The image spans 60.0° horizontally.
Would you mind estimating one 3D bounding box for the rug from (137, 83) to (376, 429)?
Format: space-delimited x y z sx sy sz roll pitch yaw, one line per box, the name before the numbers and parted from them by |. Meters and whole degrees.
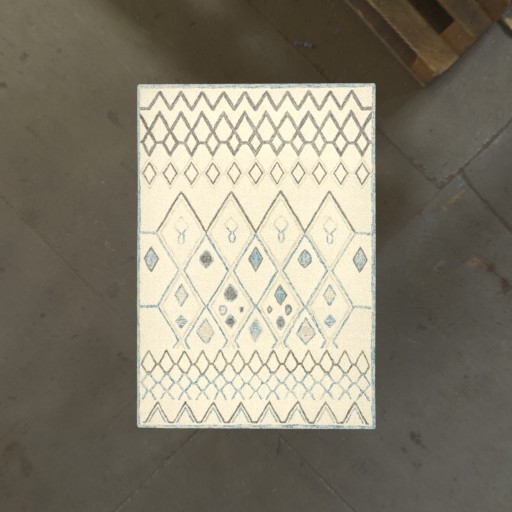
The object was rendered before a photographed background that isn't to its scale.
rug | 0.000 0.000 2.344 1.260 0.009 1.820 0 90 1
